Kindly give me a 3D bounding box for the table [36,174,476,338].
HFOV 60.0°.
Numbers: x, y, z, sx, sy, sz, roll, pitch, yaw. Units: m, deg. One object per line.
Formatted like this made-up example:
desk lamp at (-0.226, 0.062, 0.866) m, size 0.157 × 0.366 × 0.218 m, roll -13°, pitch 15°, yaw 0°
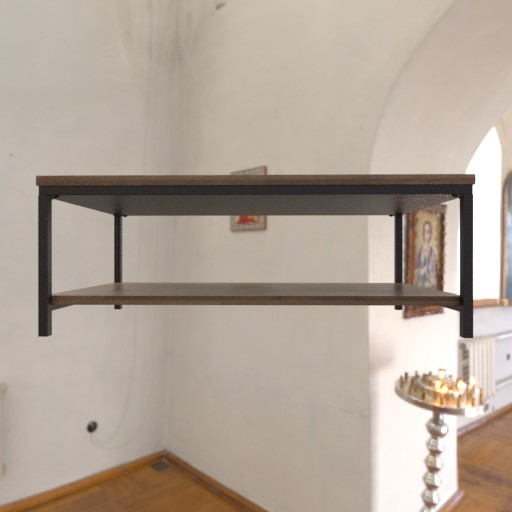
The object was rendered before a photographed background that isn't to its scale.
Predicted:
table at (0.000, 0.000, 1.357) m, size 1.062 × 0.393 × 0.574 m, roll 0°, pitch 0°, yaw 1°
